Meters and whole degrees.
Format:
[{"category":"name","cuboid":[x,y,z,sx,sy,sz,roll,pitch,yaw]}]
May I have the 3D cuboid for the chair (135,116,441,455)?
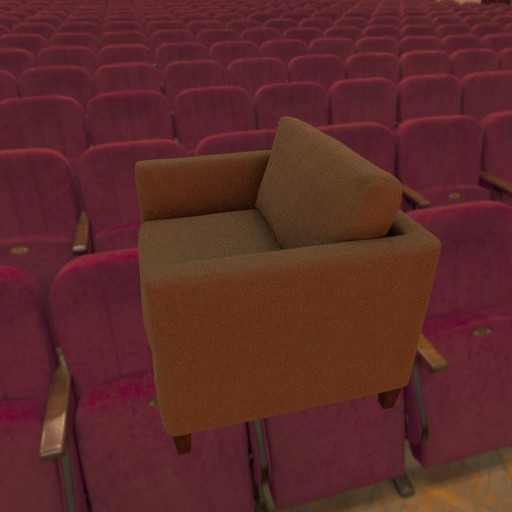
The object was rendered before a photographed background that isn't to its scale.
[{"category":"chair","cuboid":[0.000,0.000,1.862,0.959,0.963,1.107,-8,31,-13]}]
